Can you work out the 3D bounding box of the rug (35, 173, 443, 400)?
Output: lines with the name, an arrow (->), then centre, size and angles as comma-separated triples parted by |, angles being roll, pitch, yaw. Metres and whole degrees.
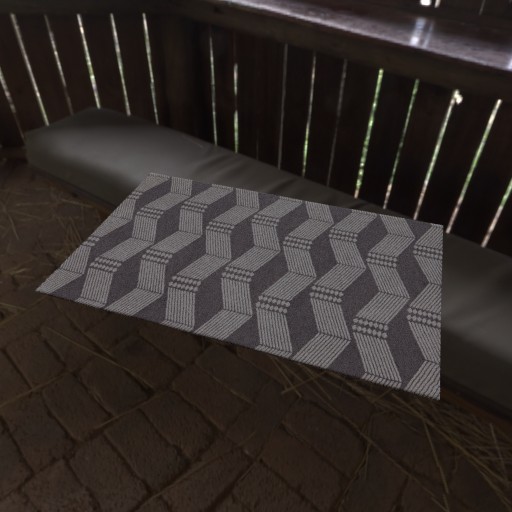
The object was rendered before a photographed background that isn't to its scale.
rug -> 0.000, 0.000, 3.047 | 2.435, 0.011, 1.517 | 12, 43, 14
